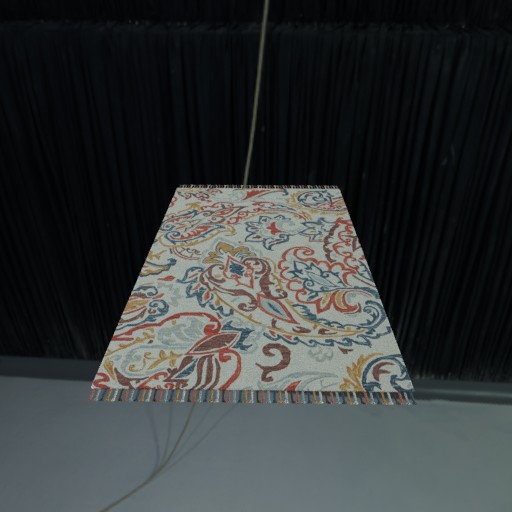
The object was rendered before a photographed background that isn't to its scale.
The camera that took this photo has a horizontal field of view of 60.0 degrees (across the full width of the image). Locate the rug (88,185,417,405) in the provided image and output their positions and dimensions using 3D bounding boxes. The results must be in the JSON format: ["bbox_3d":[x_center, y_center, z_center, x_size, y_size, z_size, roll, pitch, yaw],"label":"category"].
[{"bbox_3d":[0.000,0.000,3.125,1.523,0.010,2.584,0,31,1],"label":"rug"}]
